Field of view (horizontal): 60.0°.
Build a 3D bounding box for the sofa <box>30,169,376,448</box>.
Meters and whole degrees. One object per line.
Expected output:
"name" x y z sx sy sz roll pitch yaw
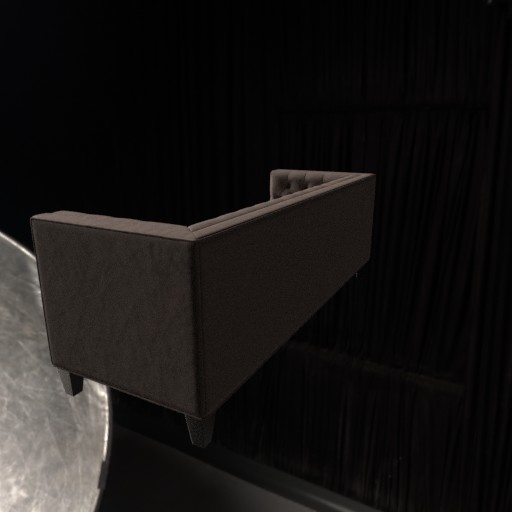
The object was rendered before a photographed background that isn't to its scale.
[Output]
"sofa" 0.000 0.000 2.495 0.775 0.762 2.159 9 18 27
